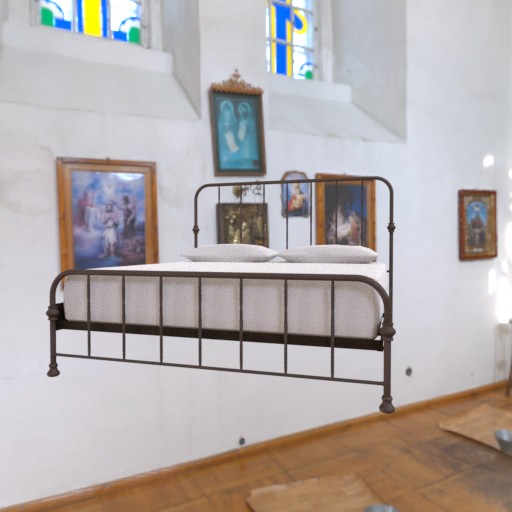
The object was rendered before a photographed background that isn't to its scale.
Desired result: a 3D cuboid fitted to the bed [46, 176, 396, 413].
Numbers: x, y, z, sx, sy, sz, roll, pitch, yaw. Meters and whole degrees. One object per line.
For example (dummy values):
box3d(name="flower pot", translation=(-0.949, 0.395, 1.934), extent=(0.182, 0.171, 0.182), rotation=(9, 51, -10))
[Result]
box3d(name="bed", translation=(0.000, 0.000, 3.397), extent=(2.044, 1.446, 2.134), rotation=(0, 1, 17))
